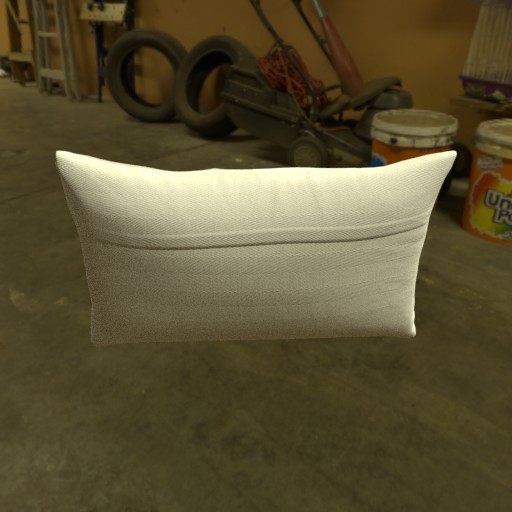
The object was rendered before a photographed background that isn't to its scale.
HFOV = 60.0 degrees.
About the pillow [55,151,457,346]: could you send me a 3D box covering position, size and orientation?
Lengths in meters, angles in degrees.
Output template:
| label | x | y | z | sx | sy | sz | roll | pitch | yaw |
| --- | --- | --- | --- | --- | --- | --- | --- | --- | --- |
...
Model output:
| label | x | y | z | sx | sy | sz | roll | pitch | yaw |
| --- | --- | --- | --- | --- | --- | --- | --- | --- | --- |
| pillow | 0.000 | 0.000 | 0.622 | 0.506 | 0.305 | 0.139 | -1 | 30 | -2 |
